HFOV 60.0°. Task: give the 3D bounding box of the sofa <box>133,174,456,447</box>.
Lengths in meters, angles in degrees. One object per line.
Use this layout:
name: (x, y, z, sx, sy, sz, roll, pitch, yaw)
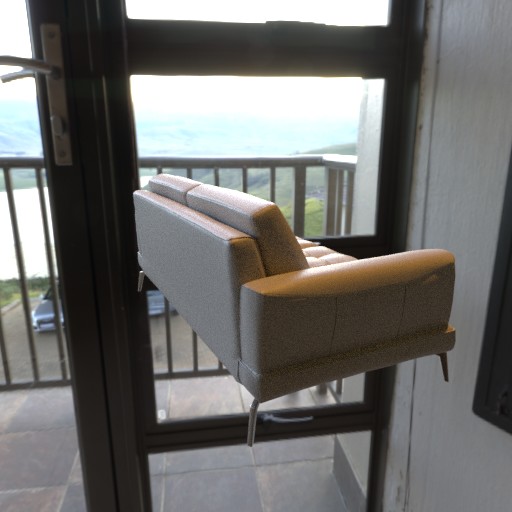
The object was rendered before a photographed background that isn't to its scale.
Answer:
sofa: (0.000, 0.000, 2.758, 1.121, 0.930, 2.177, -7, 17, -25)
